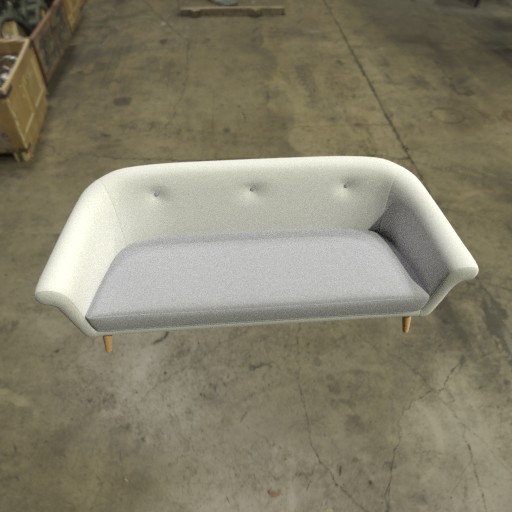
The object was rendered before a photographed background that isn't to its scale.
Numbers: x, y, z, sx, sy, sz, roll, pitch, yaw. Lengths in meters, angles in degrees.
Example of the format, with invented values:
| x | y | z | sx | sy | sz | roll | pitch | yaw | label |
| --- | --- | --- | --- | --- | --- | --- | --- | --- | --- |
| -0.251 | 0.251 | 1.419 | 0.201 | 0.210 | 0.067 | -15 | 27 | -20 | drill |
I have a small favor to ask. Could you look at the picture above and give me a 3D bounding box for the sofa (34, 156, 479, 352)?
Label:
| x | y | z | sx | sy | sz | roll | pitch | yaw | label |
| --- | --- | --- | --- | --- | --- | --- | --- | --- | --- |
| 0.000 | 0.000 | 2.540 | 2.160 | 0.795 | 0.827 | -3 | 46 | -3 | sofa |
